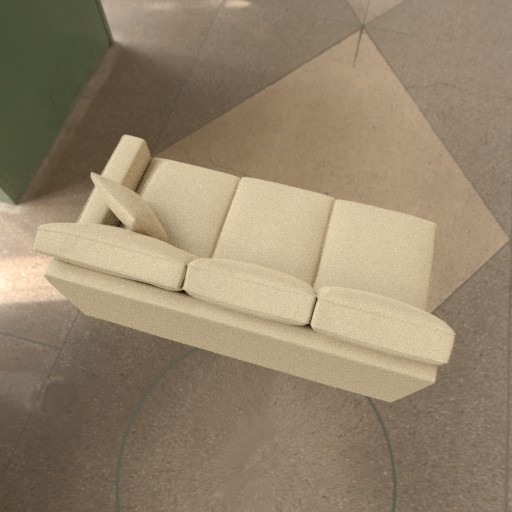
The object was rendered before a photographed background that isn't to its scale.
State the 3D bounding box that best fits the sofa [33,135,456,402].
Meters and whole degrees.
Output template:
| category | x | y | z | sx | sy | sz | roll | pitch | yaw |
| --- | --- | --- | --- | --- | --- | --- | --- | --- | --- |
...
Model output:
| category | x | y | z | sx | sy | sz | roll | pitch | yaw |
| --- | --- | --- | --- | --- | --- | --- | --- | --- | --- |
| sofa | 0.000 | 0.000 | 2.516 | 1.963 | 0.946 | 1.034 | 15 | 65 | 7 |
